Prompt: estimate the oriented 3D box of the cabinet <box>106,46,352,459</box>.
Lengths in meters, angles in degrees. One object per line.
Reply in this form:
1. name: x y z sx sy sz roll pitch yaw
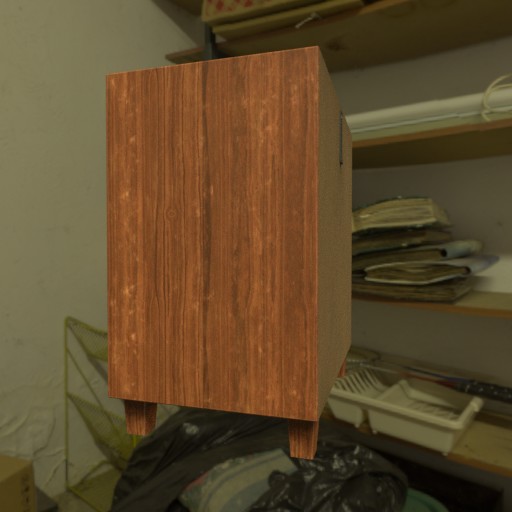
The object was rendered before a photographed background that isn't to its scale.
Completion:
1. cabinet: 0.000 0.000 1.071 0.410 0.695 0.607 0 1 17
